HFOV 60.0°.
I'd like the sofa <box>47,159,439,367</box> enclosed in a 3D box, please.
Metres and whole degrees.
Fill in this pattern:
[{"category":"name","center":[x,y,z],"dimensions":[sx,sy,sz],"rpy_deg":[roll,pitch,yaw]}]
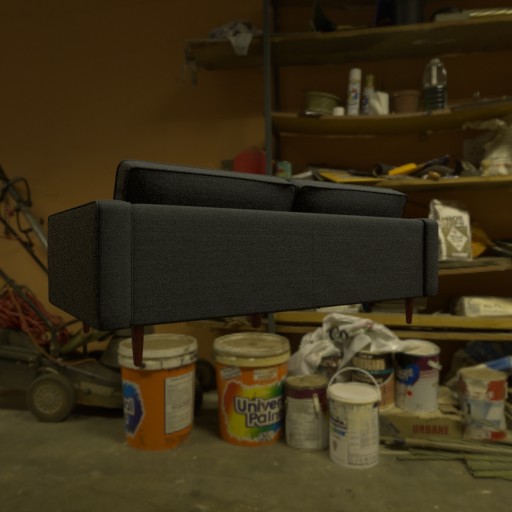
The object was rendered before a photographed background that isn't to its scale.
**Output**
[{"category":"sofa","center":[0.000,0.000,2.323],"dimensions":[1.875,0.759,0.914],"rpy_deg":[-1,1,-34]}]
